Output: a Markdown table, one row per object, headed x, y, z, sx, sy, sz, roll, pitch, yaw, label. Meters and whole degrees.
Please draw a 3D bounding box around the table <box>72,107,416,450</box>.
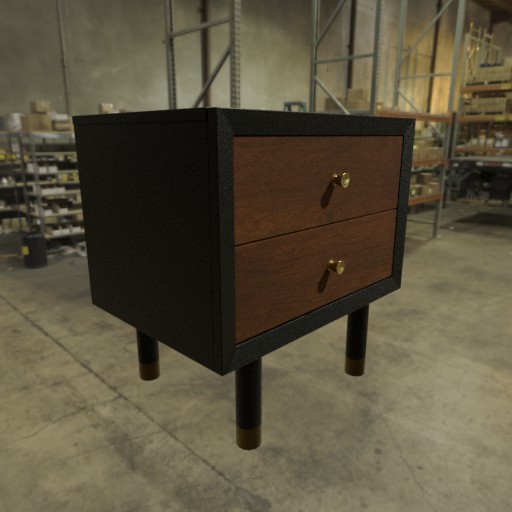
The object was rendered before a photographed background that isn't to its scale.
| x | y | z | sx | sy | sz | roll | pitch | yaw | label |
| --- | --- | --- | --- | --- | --- | --- | --- | --- | --- |
| 0.000 | 0.000 | 0.975 | 0.441 | 0.584 | 0.564 | 15 | 21 | 43 | table |
